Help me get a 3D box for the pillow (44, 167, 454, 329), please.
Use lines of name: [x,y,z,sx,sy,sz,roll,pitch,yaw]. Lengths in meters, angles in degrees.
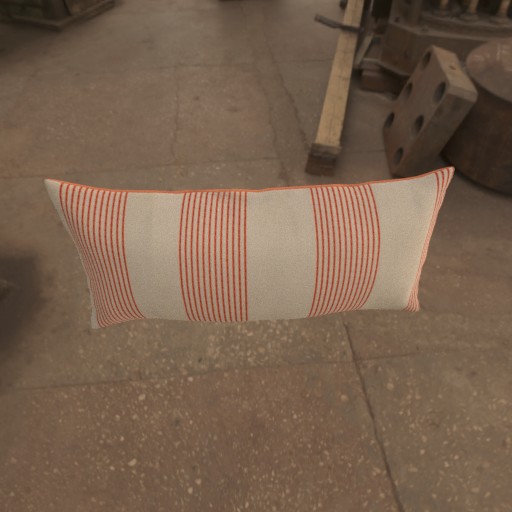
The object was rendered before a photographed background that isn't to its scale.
pillow: [0.000,0.000,0.734,0.608,0.292,0.156,-2,46,-2]
